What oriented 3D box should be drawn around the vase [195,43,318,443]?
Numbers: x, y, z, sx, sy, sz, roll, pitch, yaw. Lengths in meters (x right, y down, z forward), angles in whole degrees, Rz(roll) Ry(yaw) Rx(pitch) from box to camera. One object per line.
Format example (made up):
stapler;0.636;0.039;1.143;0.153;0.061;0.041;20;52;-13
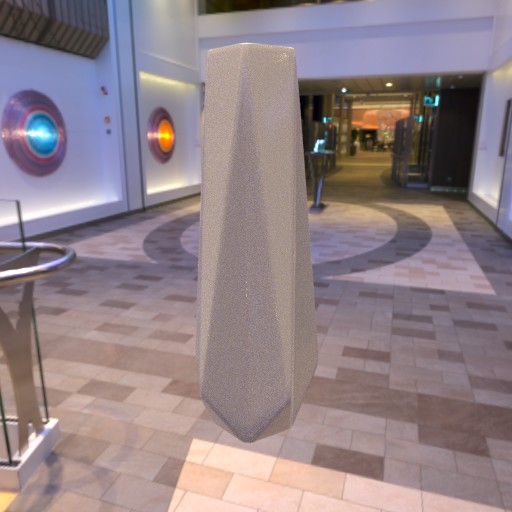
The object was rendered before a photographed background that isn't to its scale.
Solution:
vase;0.000;0.000;0.386;0.122;0.329;0.116;-8;17;-27
